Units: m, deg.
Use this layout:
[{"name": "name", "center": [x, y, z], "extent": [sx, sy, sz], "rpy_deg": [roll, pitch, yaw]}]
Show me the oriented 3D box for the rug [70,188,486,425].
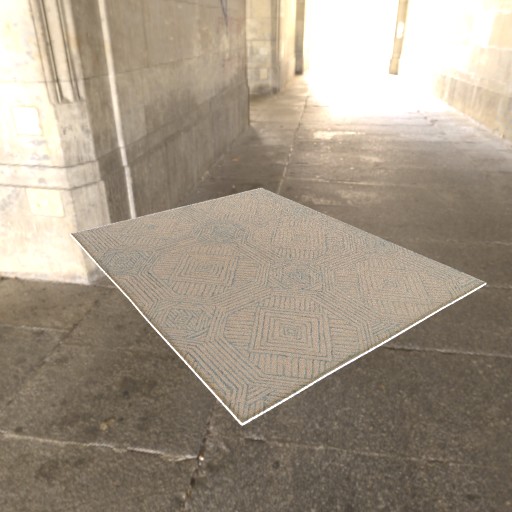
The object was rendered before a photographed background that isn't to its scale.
[{"name": "rug", "center": [0.000, 0.000, 4.072], "extent": [2.457, 0.015, 3.049], "rpy_deg": [-19, 33, -32]}]
